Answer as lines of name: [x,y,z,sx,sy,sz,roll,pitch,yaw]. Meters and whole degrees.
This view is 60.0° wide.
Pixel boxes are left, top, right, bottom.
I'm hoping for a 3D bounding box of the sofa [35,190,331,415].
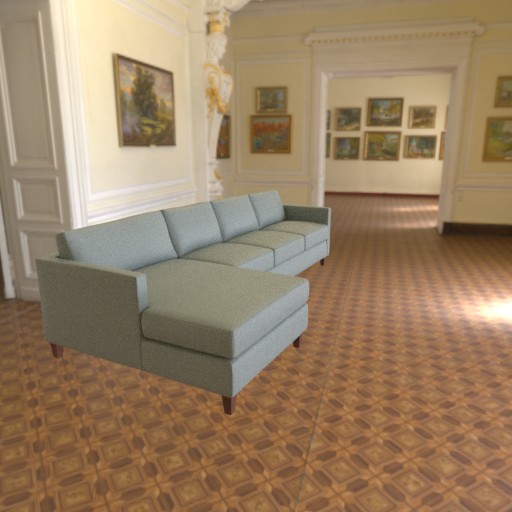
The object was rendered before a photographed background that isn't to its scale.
sofa: [0.000,0.000,4.184,1.600,0.953,3.470,7,16,28]
